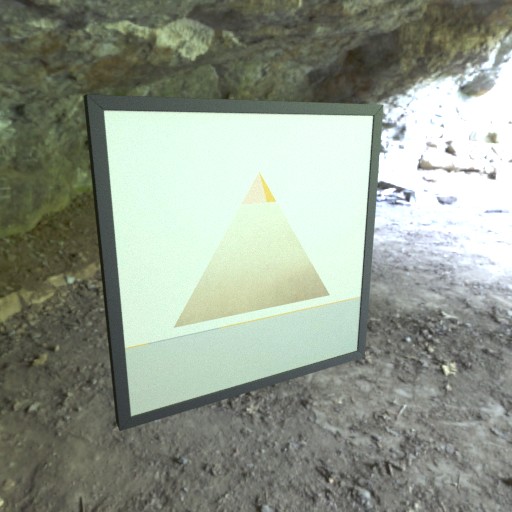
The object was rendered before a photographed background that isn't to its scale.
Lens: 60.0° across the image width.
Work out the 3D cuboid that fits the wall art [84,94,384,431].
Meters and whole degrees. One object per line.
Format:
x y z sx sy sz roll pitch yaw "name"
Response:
0.000 0.000 0.772 0.513 0.511 0.028 -8 18 -27 "wall art"
